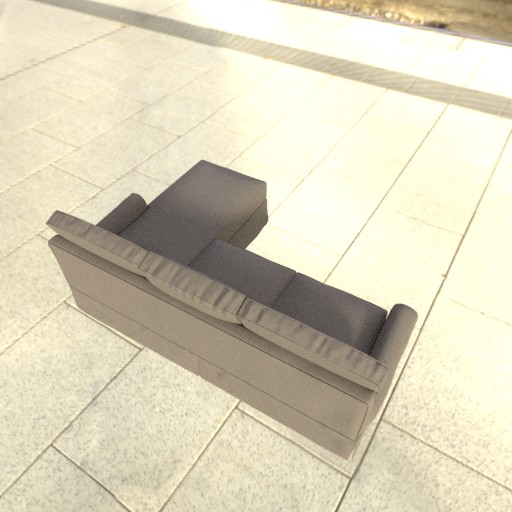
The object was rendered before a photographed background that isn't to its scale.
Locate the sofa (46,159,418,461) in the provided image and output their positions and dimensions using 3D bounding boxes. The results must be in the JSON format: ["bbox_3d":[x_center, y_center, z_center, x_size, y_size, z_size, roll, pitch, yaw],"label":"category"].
[{"bbox_3d":[0.000,0.000,3.388,2.475,0.978,1.733,23,50,21],"label":"sofa"}]
